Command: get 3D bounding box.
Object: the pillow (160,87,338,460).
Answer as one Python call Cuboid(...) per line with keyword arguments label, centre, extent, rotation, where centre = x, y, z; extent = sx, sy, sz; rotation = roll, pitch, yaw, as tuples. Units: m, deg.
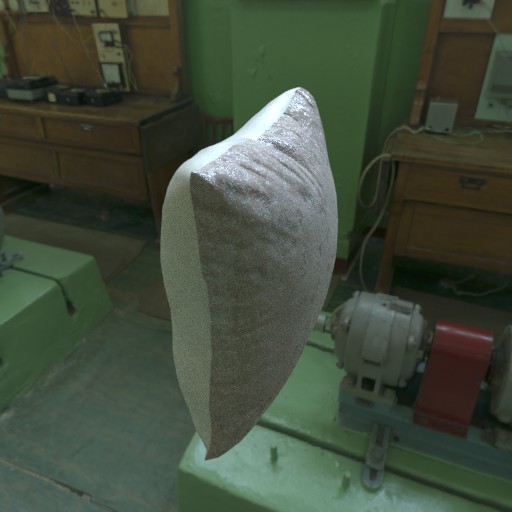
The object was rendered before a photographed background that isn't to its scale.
Cuboid(label="pillow", centre=(0.000, 0.000, 0.717), extent=(0.245, 0.448, 0.450), rotation=(11, 33, 18))
